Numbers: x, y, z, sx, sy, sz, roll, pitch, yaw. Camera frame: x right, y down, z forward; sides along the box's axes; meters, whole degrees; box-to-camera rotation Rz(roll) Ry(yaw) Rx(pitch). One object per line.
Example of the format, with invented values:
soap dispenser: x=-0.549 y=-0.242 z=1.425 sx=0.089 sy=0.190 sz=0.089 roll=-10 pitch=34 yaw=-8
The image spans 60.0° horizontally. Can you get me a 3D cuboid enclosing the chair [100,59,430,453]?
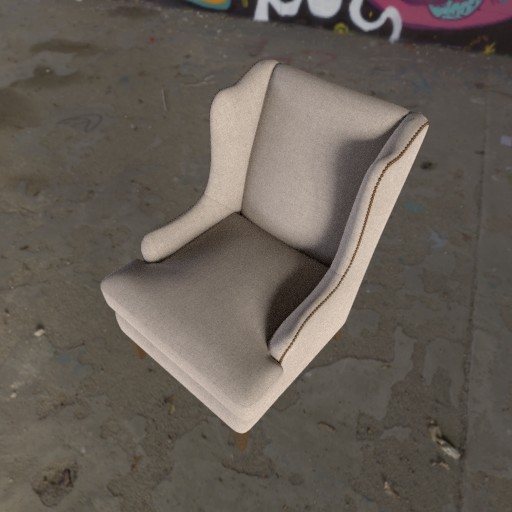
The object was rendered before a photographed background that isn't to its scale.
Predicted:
chair: x=0.000 y=0.000 z=1.655 sx=0.737 sy=1.029 sz=0.940 roll=32 pitch=55 yaw=26
